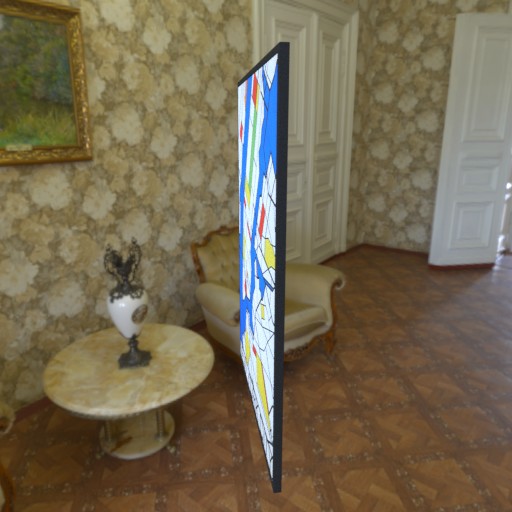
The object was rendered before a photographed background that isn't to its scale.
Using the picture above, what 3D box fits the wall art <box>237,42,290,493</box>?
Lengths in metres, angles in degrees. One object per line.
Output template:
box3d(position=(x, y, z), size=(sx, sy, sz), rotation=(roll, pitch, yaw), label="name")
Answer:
box3d(position=(0.000, 0.000, 0.840), size=(0.013, 0.660, 0.460), rotation=(-2, 16, -8), label="wall art")
